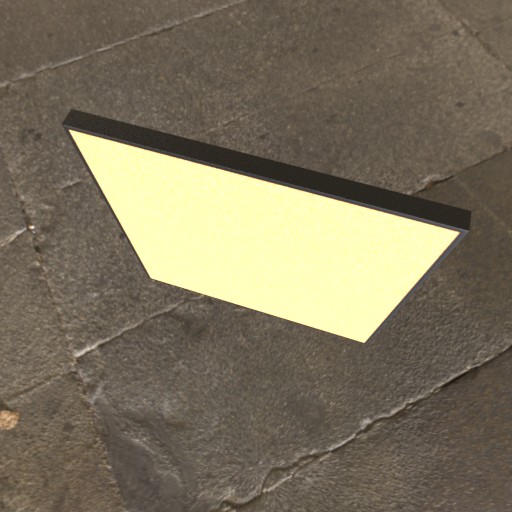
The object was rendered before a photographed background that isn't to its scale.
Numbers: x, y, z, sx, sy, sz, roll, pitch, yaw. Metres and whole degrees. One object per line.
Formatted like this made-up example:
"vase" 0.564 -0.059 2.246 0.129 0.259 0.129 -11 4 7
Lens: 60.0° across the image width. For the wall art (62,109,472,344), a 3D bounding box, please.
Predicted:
"wall art" 0.000 0.000 1.153 0.769 0.766 0.042 16 66 7
